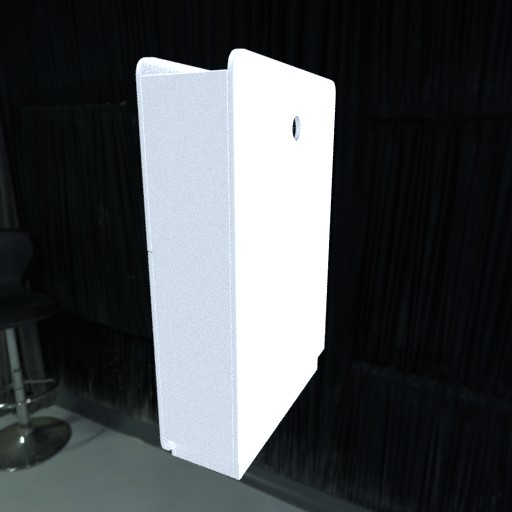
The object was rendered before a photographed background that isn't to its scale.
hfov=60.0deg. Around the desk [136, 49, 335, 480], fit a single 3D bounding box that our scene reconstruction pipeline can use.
[{"bbox_3d":[0.000,0.000,1.531,0.278,1.190,0.795,7,17,25],"label":"desk"}]
